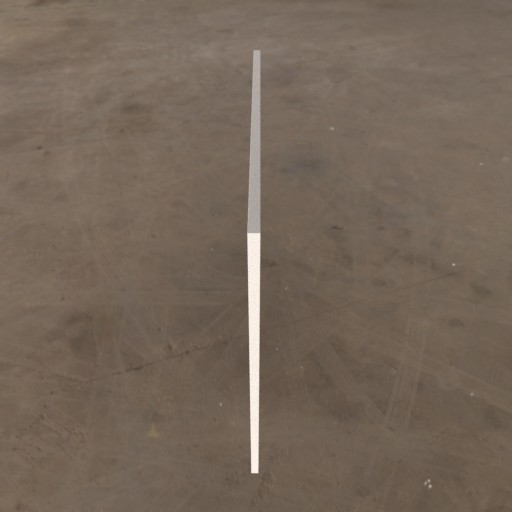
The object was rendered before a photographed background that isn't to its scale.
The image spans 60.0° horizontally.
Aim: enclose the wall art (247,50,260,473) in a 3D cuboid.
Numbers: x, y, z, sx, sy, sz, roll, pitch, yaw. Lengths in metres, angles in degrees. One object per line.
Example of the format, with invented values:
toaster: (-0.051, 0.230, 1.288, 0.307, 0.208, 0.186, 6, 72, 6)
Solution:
wall art: (0.000, 0.000, 0.978, 0.015, 0.660, 0.660, 0, 42, 0)
